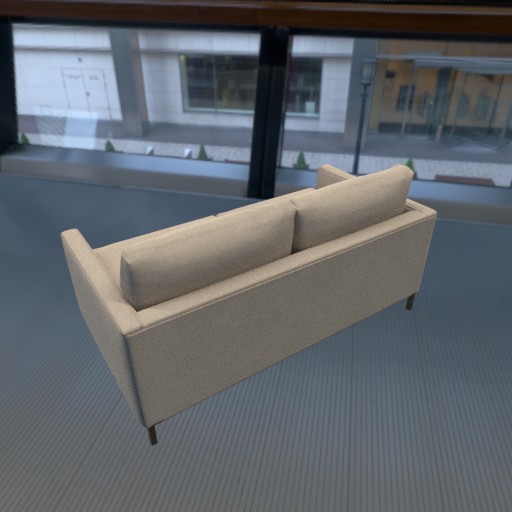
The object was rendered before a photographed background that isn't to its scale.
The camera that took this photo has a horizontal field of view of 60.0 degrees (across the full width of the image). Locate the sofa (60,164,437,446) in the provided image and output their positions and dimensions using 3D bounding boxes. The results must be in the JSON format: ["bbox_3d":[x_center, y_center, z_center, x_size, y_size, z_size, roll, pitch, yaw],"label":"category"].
[{"bbox_3d":[0.000,0.000,2.267,1.682,0.840,0.875,-19,36,-28],"label":"sofa"}]
